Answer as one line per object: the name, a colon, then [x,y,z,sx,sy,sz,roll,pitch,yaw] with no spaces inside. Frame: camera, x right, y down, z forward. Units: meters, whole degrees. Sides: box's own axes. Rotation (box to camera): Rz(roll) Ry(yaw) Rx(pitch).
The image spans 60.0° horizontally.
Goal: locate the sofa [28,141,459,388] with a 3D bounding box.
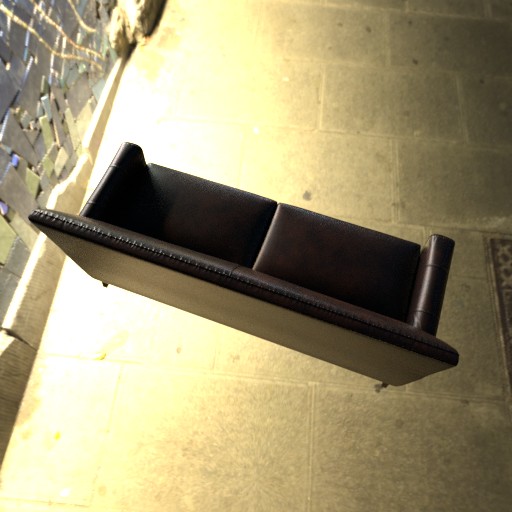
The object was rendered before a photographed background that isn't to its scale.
sofa: [0.000,0.000,2.458,1.995,0.871,0.786,18,65,9]
